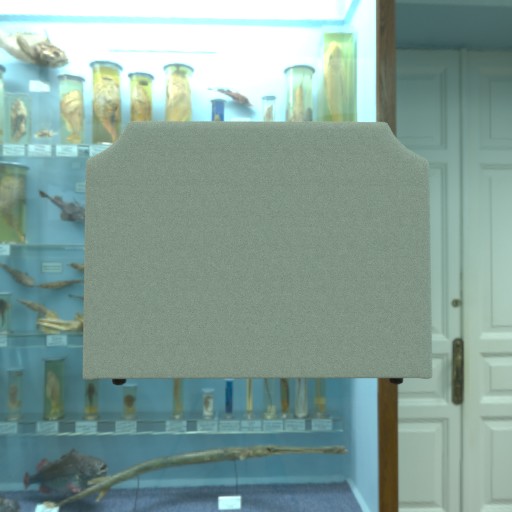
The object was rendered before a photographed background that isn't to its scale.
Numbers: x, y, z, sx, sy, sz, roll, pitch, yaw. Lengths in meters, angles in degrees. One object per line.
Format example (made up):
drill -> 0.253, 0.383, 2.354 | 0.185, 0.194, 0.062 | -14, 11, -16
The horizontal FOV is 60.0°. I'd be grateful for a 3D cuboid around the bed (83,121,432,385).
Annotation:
bed -> 0.000, 0.000, 3.187 | 1.693, 1.290, 2.116 | 0, -1, -1
